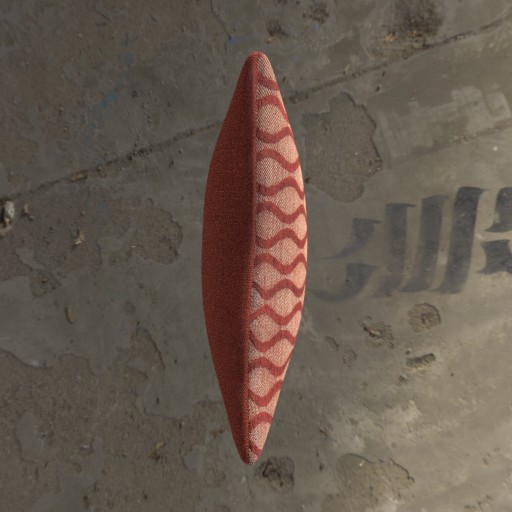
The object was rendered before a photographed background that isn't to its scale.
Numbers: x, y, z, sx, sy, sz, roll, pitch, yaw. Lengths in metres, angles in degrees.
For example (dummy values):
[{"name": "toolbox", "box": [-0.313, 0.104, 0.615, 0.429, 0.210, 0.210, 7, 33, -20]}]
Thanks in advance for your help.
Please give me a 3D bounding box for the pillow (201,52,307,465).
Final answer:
[{"name": "pillow", "box": [0.000, 0.000, 0.666, 0.159, 0.434, 0.429, 0, 90, -1]}]
